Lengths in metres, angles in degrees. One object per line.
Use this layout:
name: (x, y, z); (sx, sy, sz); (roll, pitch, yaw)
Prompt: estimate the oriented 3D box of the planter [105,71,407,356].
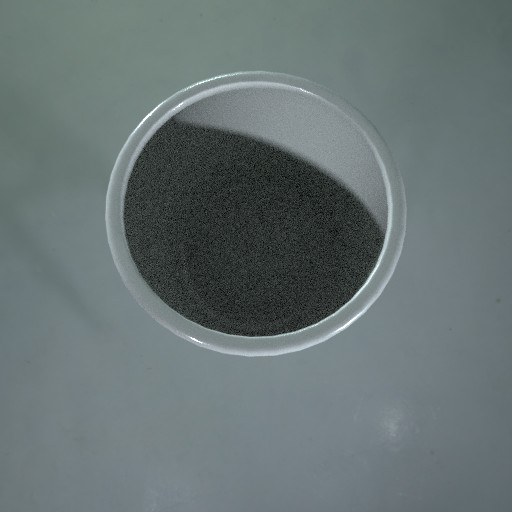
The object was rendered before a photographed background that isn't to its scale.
planter: (0.000, 0.000, 0.582); (0.265, 0.404, 0.265); (-14, 77, -4)
